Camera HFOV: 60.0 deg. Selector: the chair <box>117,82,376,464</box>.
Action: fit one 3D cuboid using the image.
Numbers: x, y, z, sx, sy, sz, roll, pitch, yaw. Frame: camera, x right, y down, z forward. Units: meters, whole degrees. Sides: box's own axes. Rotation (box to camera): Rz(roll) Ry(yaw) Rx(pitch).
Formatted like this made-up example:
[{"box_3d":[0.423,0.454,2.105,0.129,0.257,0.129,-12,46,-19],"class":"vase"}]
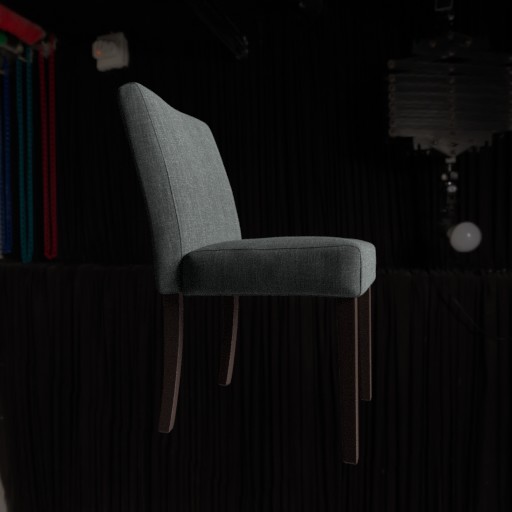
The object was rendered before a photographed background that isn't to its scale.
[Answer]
[{"box_3d":[0.000,0.000,1.242,0.629,0.884,0.487,1,2,18],"class":"chair"}]
